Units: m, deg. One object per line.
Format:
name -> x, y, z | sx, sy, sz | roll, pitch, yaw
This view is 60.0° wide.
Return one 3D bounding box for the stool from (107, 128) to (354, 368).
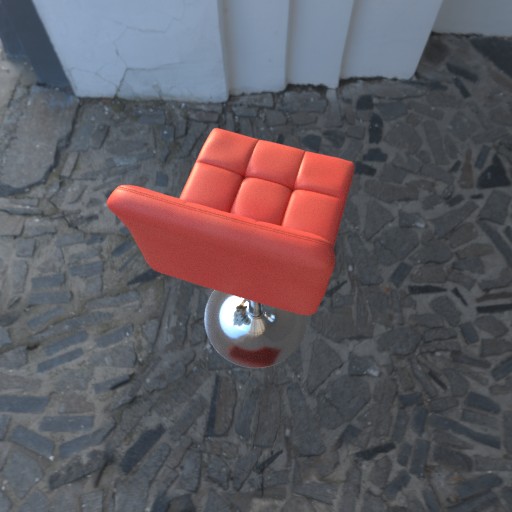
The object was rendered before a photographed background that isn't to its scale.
stool -> 0.000, 0.000, 1.339 | 0.430, 1.115, 0.505 | 16, 64, 8
